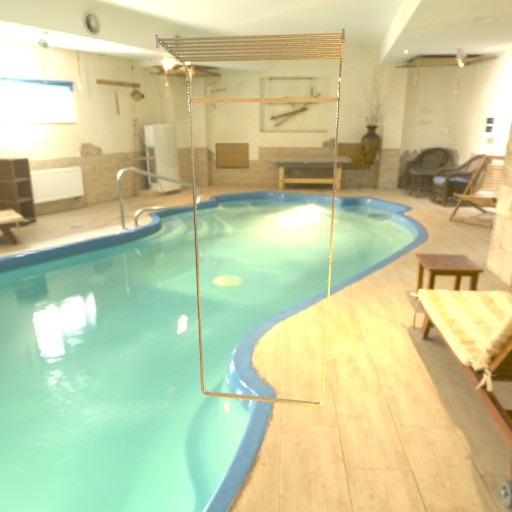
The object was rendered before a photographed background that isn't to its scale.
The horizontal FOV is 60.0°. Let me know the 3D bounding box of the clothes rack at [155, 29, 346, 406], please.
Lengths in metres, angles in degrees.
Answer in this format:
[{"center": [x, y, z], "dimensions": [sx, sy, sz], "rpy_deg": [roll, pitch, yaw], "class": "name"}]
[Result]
[{"center": [0.000, 0.000, 1.783], "dimensions": [0.609, 1.574, 0.349], "rpy_deg": [3, 17, 9], "class": "clothes rack"}]
